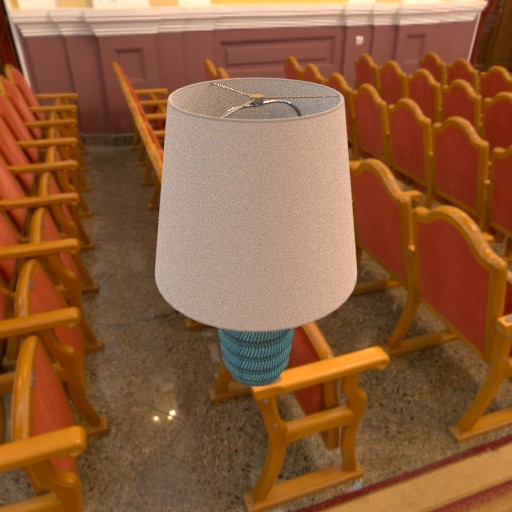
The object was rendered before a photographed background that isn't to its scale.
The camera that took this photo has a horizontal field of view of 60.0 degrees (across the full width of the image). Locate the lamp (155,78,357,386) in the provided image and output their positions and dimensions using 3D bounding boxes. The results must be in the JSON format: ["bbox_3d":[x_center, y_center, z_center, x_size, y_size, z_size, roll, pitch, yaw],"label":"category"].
[{"bbox_3d":[0.000,0.000,0.561,0.254,0.392,0.254,0,33,0],"label":"lamp"}]
